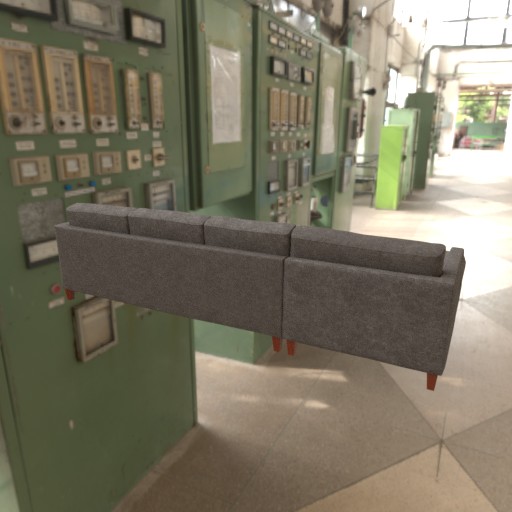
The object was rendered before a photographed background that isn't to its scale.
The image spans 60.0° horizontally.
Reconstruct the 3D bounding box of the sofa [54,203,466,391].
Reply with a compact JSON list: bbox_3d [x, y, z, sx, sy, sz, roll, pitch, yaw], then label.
[{"bbox_3d":[0.000,0.000,4.104,3.471,0.954,1.606,8,18,26],"label":"sofa"}]
